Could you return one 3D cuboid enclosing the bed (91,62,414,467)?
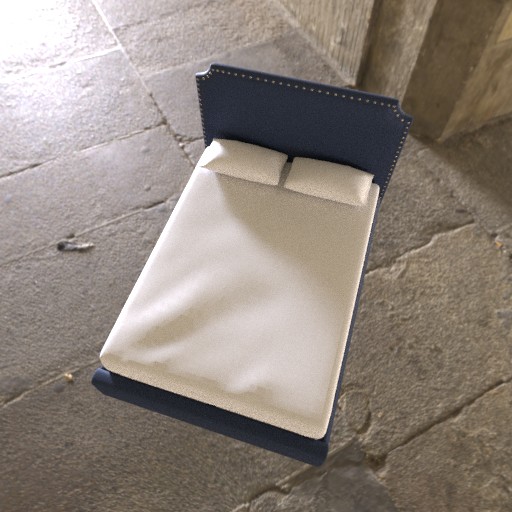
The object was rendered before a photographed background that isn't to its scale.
[{"bbox_3d":[0.000,0.000,3.317,1.712,1.443,2.372,15,60,9],"label":"bed"}]
